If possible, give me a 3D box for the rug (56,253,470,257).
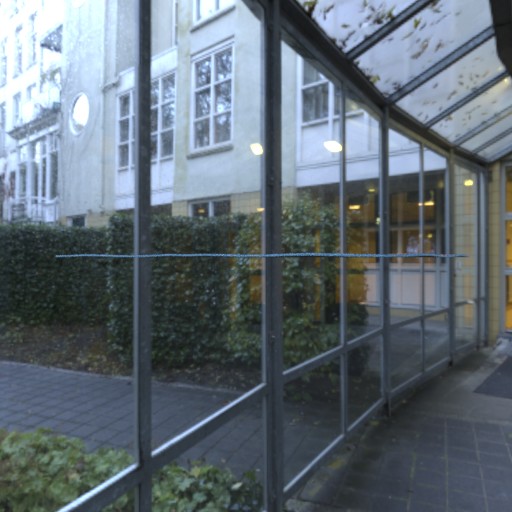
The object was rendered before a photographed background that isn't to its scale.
[{"bbox_3d":[0.000,0.000,2.330,1.847,0.014,1.195,0,0,37],"label":"rug"}]
